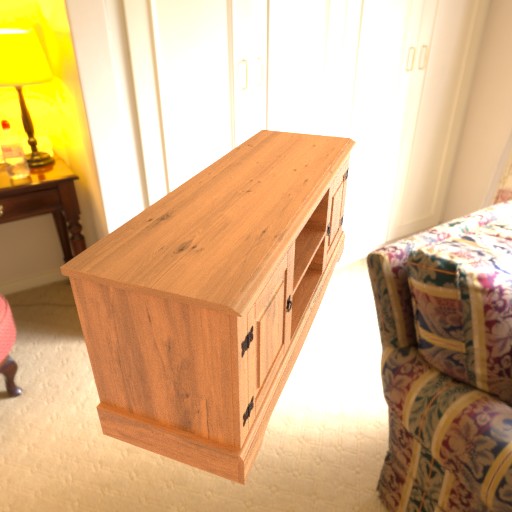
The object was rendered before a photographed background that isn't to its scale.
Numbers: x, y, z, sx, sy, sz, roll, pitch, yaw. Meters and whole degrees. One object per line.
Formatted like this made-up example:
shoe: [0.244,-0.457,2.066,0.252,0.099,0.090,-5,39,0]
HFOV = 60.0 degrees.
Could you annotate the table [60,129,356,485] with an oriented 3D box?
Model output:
table: [0.000,0.000,1.456,0.400,0.510,1.200,11,32,18]
